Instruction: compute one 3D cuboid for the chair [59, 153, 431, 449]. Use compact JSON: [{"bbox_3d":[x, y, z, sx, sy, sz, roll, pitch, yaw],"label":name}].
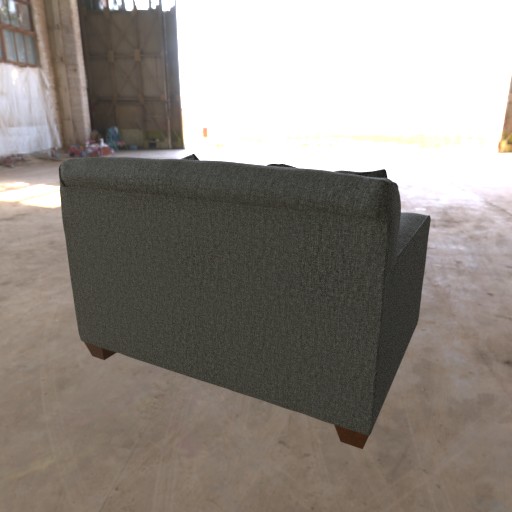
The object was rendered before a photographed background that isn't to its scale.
[{"bbox_3d":[0.000,0.000,2.047,1.383,0.948,1.000,9,20,27],"label":"chair"}]
